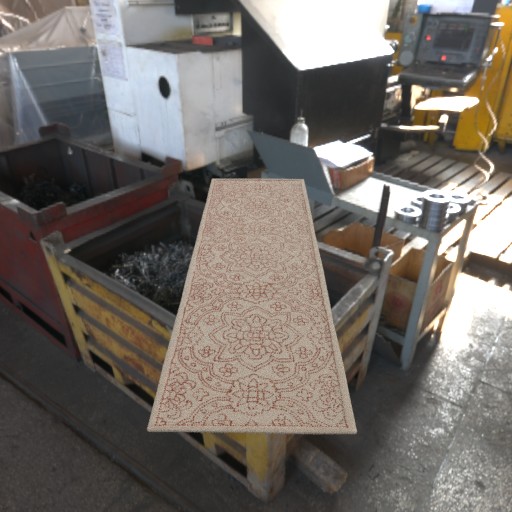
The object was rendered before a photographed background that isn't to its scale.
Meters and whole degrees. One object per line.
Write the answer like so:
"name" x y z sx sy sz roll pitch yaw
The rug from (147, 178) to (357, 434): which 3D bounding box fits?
"rug" 0.000 0.000 2.649 0.769 0.012 2.448 0 32 1
